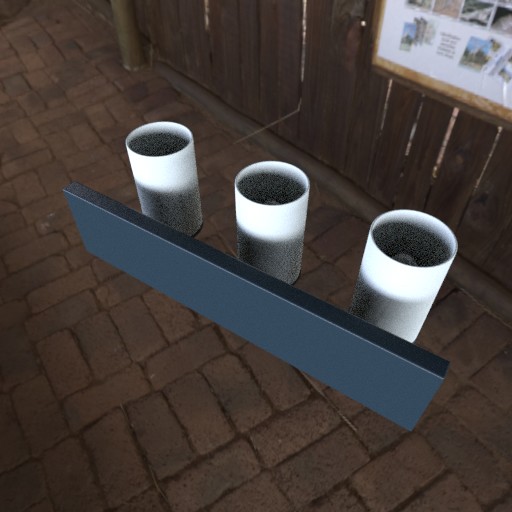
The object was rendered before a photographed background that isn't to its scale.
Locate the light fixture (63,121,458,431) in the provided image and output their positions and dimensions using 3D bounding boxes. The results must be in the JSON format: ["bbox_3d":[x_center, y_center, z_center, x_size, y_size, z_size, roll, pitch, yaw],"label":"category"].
[{"bbox_3d":[0.000,0.000,0.515,0.451,0.172,0.145,25,51,22],"label":"light fixture"}]
